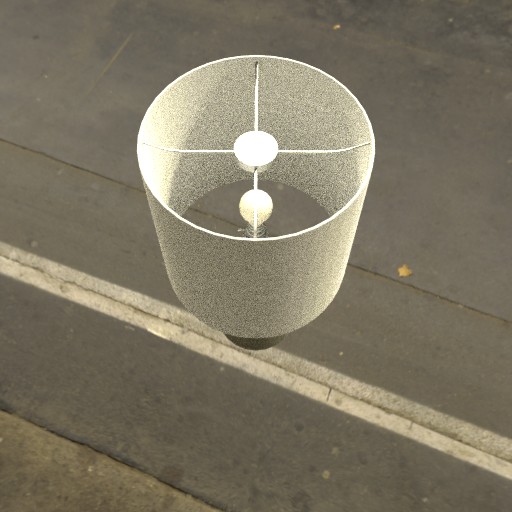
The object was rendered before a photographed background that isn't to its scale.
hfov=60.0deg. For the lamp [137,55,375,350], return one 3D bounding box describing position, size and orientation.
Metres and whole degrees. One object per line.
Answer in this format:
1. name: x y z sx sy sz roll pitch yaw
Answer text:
1. lamp: 0.000 0.000 0.472 0.186 0.369 0.186 0 64 0
